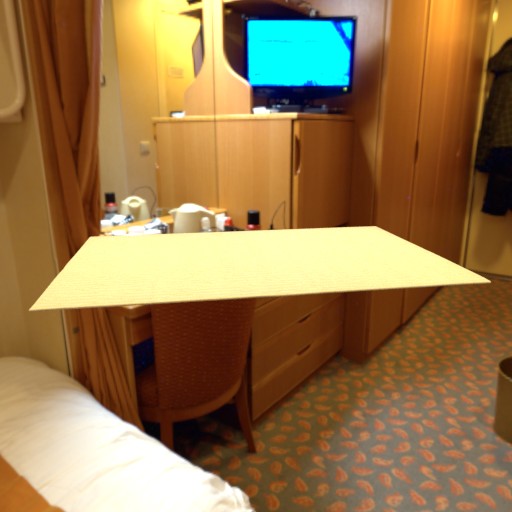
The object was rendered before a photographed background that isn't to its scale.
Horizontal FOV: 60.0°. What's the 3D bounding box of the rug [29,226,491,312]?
[{"bbox_3d":[0.000,0.000,3.014,2.441,0.014,1.531,-3,16,-9],"label":"rug"}]
